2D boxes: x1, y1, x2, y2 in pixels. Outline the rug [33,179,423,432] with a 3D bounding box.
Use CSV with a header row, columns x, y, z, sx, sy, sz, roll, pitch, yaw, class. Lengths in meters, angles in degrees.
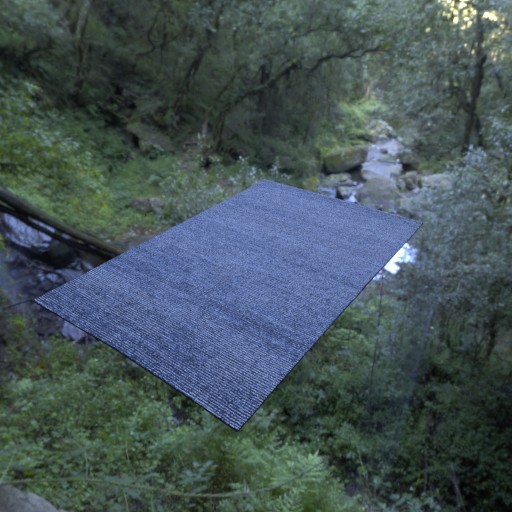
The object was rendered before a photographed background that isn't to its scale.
x,y,z,sx,sy,sz,roll,pitch,yaw,class
0.000,0.000,2.299,1.159,0.025,1.793,21,37,30,rug
